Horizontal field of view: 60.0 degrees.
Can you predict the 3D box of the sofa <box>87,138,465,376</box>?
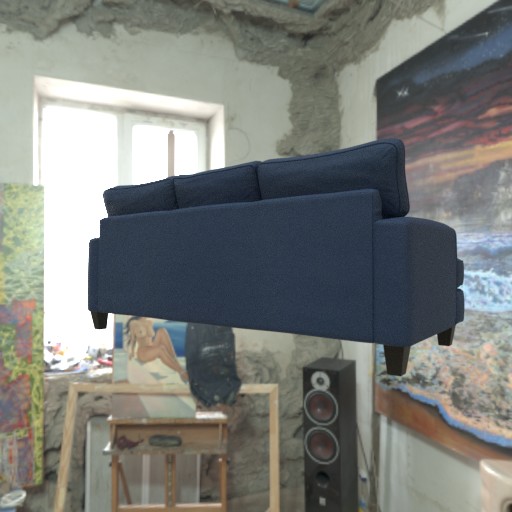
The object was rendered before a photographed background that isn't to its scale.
[{"bbox_3d":[0.000,0.000,2.678,2.158,0.965,0.951,-1,-1,37],"label":"sofa"}]
